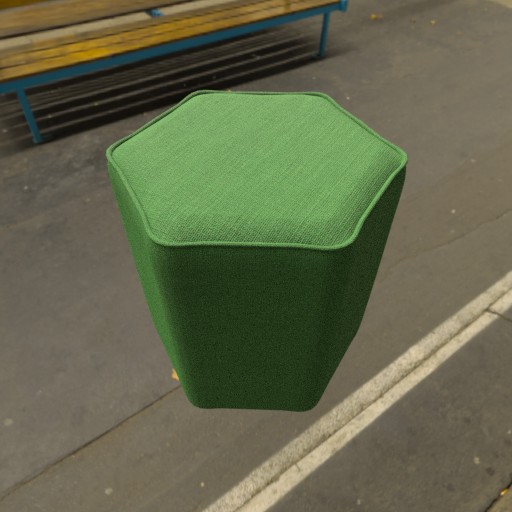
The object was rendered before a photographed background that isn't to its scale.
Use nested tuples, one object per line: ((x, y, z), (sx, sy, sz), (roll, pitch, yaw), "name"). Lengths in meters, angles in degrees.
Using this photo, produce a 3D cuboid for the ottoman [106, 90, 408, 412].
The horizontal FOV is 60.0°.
((0.000, 0.000, 0.895), (0.444, 0.507, 0.499), (24, 51, 21), "ottoman")
